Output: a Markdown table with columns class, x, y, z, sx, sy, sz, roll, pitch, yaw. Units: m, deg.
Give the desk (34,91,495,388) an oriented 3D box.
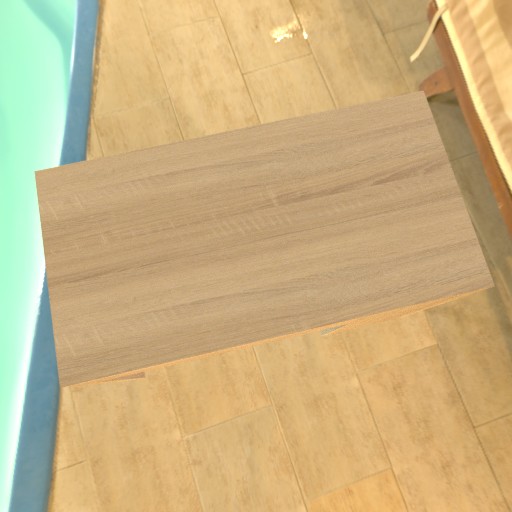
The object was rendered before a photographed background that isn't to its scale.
| class | x | y | z | sx | sy | sz | roll | pitch | yaw |
| --- | --- | --- | --- | --- | --- | --- | --- | --- | --- |
| desk | 0.000 | 0.000 | 1.514 | 1.100 | 0.731 | 0.600 | -13 | 76 | -3 |
